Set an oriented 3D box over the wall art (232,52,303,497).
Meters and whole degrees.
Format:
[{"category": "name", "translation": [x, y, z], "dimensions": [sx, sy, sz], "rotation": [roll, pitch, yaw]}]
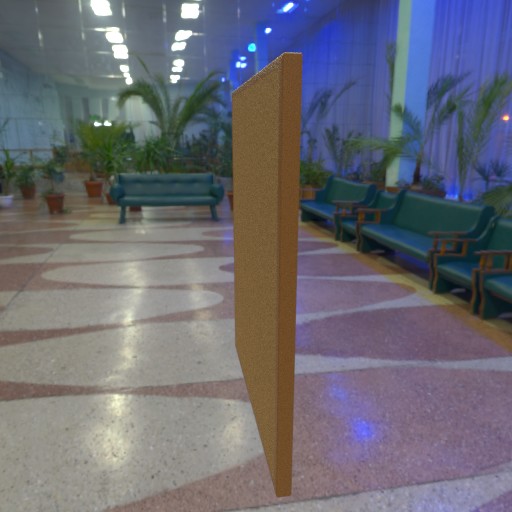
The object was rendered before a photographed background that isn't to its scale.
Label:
[{"category": "wall art", "translation": [0.000, 0.000, 0.741], "dimensions": [0.022, 0.553, 0.452], "rotation": [-3, 16, -9]}]
